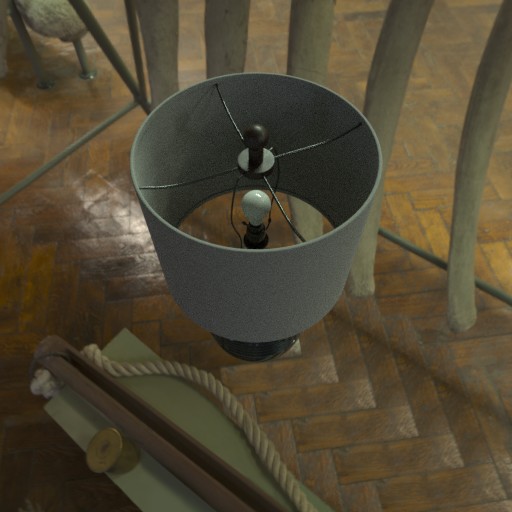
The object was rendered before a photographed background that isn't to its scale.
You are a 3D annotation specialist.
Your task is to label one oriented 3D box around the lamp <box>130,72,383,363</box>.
[{"bbox_3d":[0.000,0.000,0.770,0.318,0.567,0.318,0,57,0],"label":"lamp"}]
